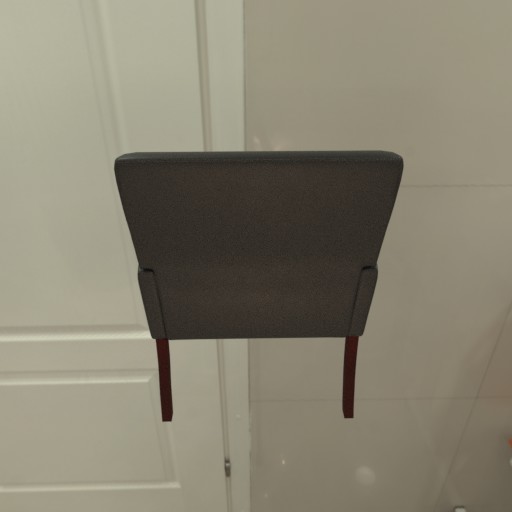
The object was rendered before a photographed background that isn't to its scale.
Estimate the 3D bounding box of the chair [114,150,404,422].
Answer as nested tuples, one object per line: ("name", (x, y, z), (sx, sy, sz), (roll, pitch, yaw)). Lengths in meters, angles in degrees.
("chair", (0.000, 0.000, 1.498), (0.683, 0.951, 0.772), (-1, 31, -1))
